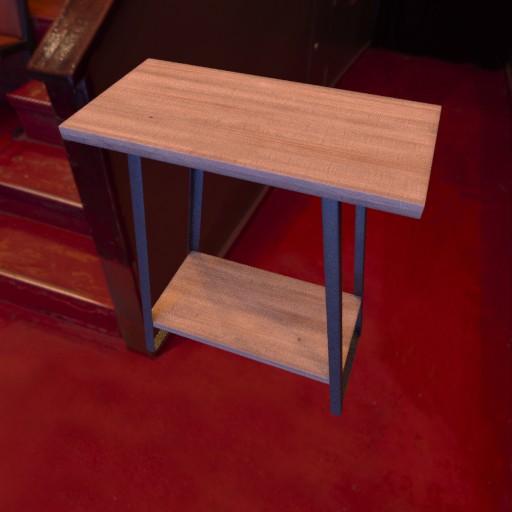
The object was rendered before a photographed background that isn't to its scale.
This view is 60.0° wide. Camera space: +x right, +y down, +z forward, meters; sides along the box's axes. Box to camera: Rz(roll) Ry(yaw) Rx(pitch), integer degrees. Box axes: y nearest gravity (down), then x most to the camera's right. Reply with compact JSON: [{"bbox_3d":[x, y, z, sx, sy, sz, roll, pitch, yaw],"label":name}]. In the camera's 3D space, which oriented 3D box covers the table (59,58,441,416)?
[{"bbox_3d":[0.000,0.000,1.021,0.599,0.701,0.300,15,48,14],"label":"table"}]
